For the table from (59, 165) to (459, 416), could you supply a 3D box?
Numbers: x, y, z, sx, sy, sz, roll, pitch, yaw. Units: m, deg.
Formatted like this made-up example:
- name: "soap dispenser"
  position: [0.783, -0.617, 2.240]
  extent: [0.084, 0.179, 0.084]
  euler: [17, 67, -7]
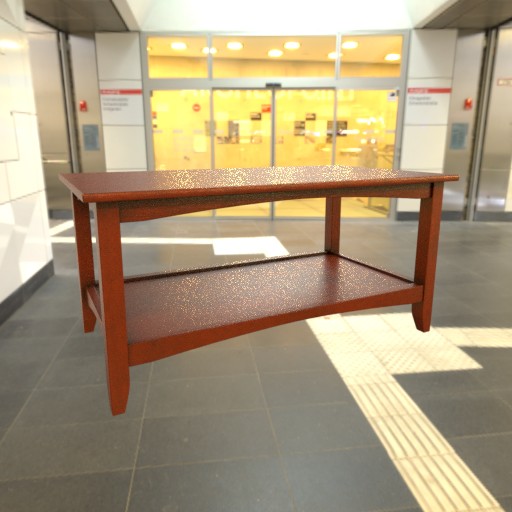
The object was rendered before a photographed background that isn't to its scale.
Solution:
- name: "table"
  position: [0.000, 0.000, 1.251]
  extent: [0.943, 0.456, 0.533]
  euler: [-7, 16, -26]
